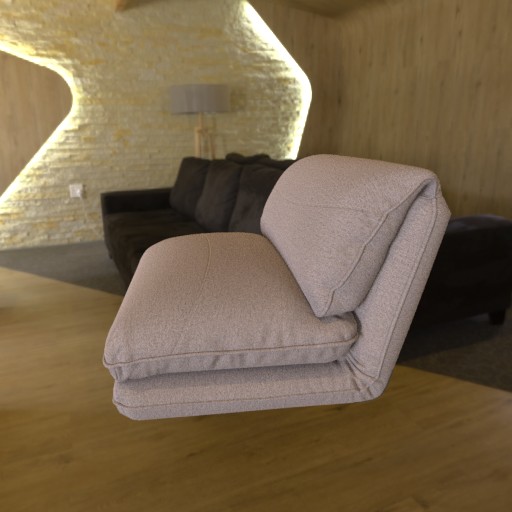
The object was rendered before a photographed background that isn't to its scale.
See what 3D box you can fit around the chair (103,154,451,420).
[{"bbox_3d":[0.000,0.000,1.333,0.780,0.580,0.820,-2,15,-7],"label":"chair"}]
